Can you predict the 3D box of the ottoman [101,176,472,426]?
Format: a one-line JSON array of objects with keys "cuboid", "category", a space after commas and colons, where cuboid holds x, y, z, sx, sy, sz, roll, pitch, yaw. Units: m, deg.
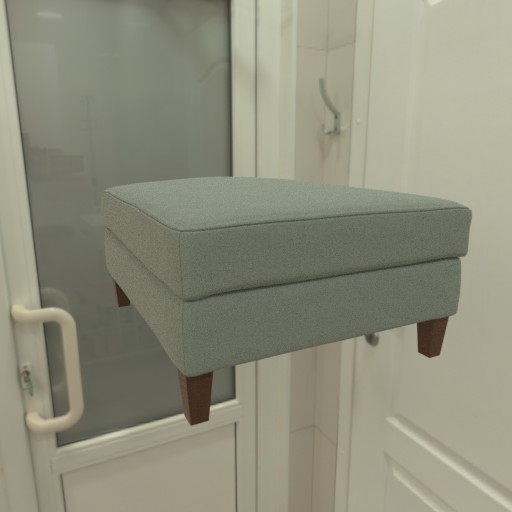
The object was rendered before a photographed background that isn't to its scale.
[{"cuboid": [0.000, 0.000, 1.469, 0.842, 0.494, 0.991, -7, 15, -26], "category": "ottoman"}]
